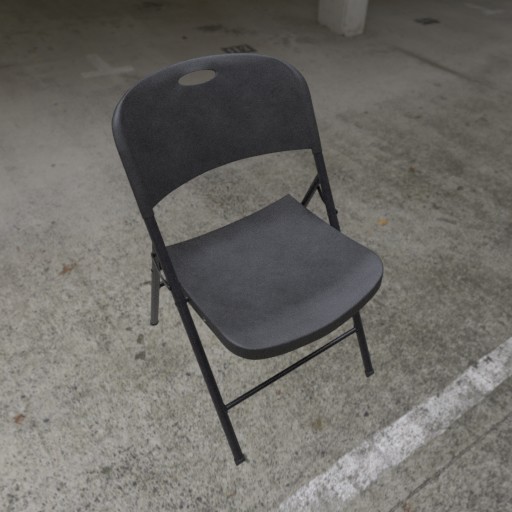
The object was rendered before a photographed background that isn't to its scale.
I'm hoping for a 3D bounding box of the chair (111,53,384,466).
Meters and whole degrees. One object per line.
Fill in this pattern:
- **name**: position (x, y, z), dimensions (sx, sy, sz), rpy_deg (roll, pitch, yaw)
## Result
- **chair**: position (0.000, 0.000, 1.127), dimensions (0.494, 0.810, 0.566), rpy_deg (-25, 50, -23)
